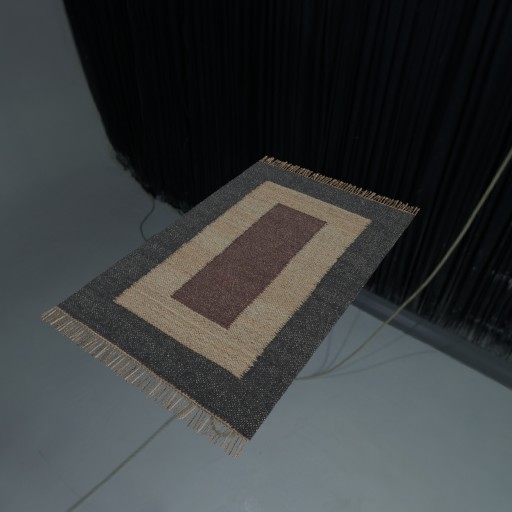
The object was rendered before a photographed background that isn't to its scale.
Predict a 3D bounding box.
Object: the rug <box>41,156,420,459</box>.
[{"bbox_3d":[0.000,0.000,2.555,1.224,0.027,2.021,25,47,26],"label":"rug"}]
